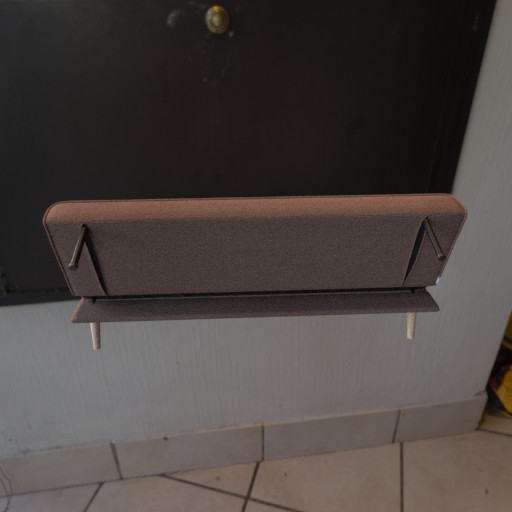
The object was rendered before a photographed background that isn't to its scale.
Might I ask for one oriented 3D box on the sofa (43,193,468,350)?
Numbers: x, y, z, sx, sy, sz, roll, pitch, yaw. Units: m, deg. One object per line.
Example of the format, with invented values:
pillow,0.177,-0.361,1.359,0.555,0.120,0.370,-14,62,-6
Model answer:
sofa,0.000,0.000,2.320,1.820,0.810,1.038,-1,30,-3
